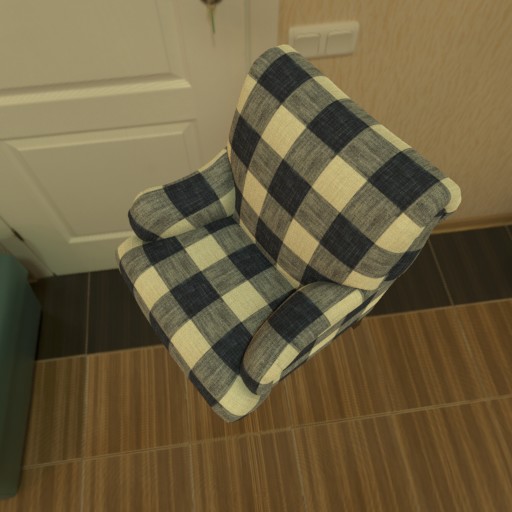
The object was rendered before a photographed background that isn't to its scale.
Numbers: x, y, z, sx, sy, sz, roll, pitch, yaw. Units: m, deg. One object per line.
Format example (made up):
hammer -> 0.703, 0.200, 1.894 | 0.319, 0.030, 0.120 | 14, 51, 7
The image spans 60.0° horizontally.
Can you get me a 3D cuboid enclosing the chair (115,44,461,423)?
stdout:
chair -> 0.000, 0.000, 1.555 | 0.848, 0.953, 0.781 | -34, 67, -17
